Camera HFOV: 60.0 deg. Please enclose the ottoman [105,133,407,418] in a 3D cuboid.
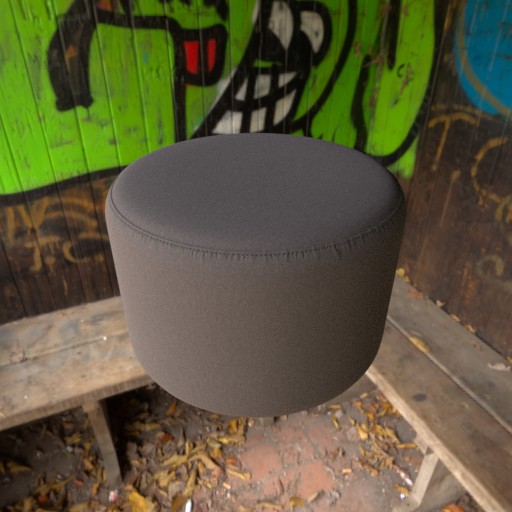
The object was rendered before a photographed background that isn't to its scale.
[{"bbox_3d":[0.000,0.000,1.007,0.608,0.433,0.608,0,32,0],"label":"ottoman"}]
